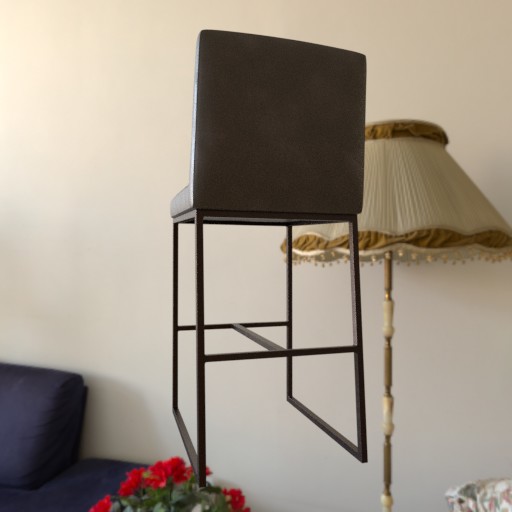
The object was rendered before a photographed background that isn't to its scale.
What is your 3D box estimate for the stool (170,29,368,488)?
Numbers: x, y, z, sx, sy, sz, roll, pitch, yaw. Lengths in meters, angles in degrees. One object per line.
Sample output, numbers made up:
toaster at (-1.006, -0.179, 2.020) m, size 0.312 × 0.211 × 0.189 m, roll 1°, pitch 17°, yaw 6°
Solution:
stool at (0.000, 0.000, 1.337) m, size 0.463 × 1.065 × 0.562 m, roll 0°, pitch -1°, yaw -17°
